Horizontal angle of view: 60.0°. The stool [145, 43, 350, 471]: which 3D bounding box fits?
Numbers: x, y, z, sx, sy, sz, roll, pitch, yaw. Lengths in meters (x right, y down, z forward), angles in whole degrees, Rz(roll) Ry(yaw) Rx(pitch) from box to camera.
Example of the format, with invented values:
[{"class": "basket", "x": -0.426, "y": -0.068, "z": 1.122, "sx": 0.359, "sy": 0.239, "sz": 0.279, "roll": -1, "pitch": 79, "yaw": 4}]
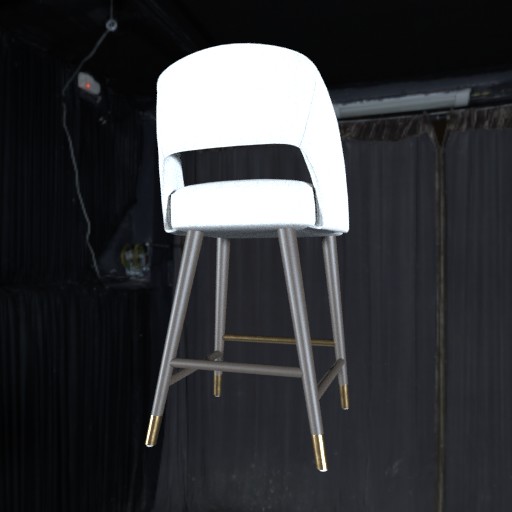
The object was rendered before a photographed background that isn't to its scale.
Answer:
[{"class": "stool", "x": 0.000, "y": 0.000, "z": 1.221, "sx": 0.494, "sy": 0.940, "sz": 0.509, "roll": 0, "pitch": -1, "yaw": 18}]
